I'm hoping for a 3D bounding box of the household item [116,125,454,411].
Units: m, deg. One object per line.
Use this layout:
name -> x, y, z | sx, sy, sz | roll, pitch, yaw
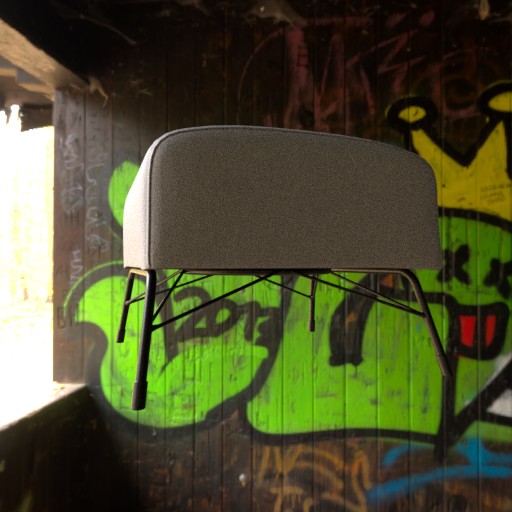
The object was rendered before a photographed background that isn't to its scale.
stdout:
household item -> 0.000, 0.000, 0.912 | 0.530, 0.410, 0.530 | 0, -1, -20
